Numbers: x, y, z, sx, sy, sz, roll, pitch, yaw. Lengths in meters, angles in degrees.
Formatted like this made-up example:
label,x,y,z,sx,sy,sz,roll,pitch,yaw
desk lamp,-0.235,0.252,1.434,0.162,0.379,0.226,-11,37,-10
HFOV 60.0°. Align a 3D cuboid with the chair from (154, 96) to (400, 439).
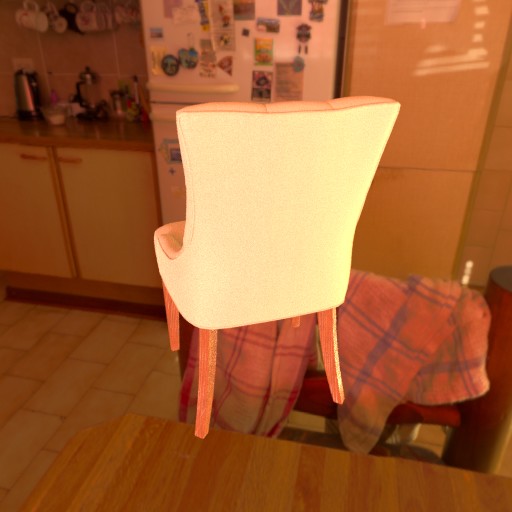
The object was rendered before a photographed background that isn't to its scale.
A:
label,x,y,z,sx,sy,sz,roll,pitch,yaw
chair,0.000,0.000,1.216,0.509,0.874,0.565,-8,28,-16
